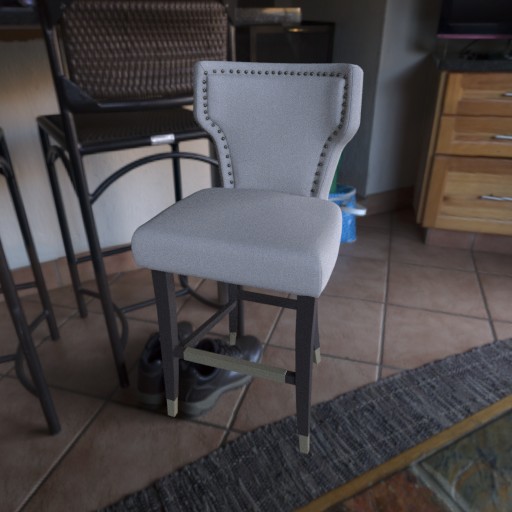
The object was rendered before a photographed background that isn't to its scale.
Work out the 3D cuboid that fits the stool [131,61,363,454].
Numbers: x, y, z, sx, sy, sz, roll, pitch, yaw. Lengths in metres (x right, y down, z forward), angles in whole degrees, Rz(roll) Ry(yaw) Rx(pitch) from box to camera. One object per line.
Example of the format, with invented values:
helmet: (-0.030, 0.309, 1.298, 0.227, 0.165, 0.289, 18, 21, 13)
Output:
stool: (0.000, 0.000, 1.381, 0.526, 1.092, 0.563, 9, 28, 17)
